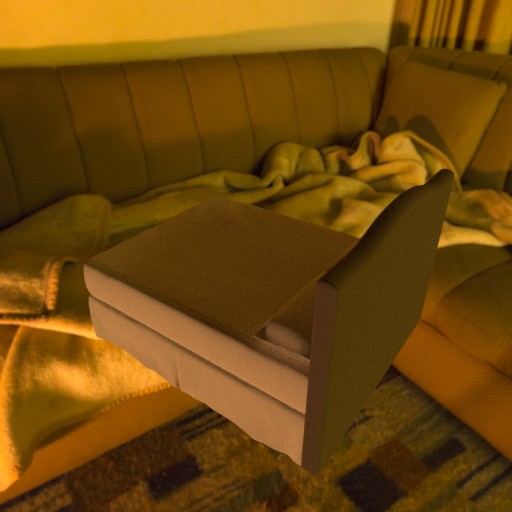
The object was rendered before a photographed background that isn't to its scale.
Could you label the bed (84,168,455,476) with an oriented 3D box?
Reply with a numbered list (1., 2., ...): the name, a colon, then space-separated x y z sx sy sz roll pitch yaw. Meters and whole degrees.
1. bed: 0.000 0.000 3.131 2.036 1.387 1.666 21 36 31
